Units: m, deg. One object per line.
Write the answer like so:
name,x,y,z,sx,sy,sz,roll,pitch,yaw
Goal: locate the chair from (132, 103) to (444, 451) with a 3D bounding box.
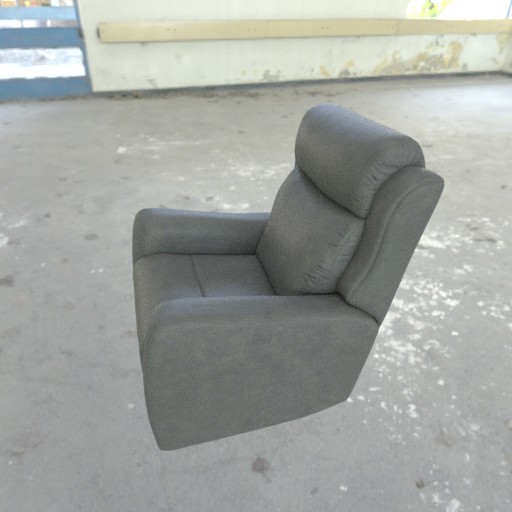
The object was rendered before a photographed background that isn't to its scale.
chair,0.000,0.000,1.898,1.068,1.116,0.967,-8,31,-14
